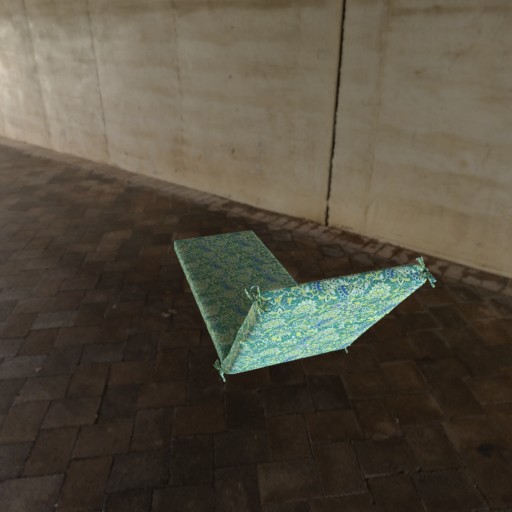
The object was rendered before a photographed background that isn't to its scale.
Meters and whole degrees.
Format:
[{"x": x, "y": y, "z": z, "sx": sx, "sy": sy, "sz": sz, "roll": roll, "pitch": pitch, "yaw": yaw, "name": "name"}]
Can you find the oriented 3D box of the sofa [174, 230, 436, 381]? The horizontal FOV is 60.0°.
[{"x": 0.000, "y": 0.000, "z": 2.016, "sx": 0.582, "sy": 0.622, "sz": 1.663, "roll": -9, "pitch": 28, "yaw": -17, "name": "sofa"}]
